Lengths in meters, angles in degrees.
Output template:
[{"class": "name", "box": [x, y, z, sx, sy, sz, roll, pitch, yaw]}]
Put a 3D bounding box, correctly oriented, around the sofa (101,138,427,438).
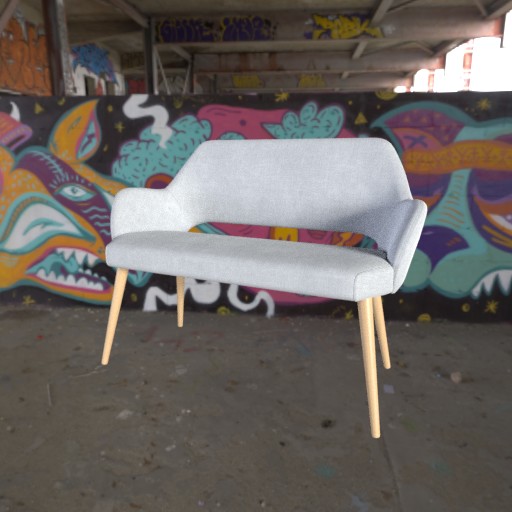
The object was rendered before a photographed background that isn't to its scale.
[{"class": "sofa", "box": [0.000, 0.000, 1.615, 1.150, 0.840, 0.610, 6, 14, 25]}]
